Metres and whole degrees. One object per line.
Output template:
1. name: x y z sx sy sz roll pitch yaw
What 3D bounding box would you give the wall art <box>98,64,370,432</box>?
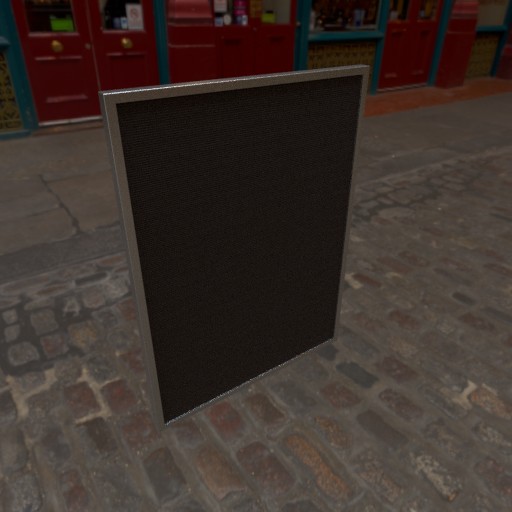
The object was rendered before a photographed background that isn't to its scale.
1. wall art: 0.000 0.000 1.401 0.801 1.062 0.037 -19 35 -30
